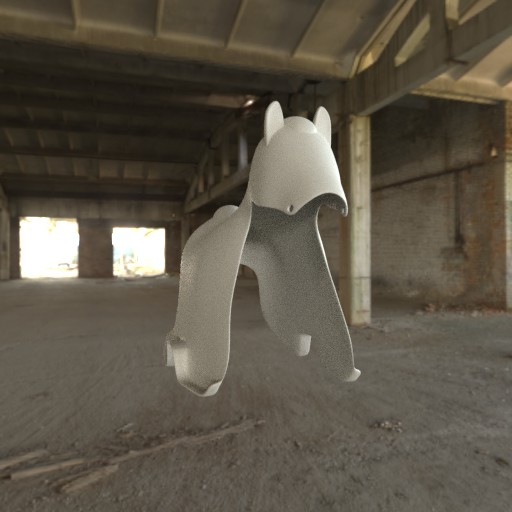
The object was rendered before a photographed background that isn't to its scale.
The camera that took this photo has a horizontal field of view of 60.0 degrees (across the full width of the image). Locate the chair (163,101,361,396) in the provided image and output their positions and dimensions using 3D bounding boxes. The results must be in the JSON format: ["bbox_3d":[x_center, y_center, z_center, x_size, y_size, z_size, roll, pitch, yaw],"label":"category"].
[{"bbox_3d":[0.000,0.000,1.145,0.429,0.612,0.800,0,0,-19],"label":"chair"}]
